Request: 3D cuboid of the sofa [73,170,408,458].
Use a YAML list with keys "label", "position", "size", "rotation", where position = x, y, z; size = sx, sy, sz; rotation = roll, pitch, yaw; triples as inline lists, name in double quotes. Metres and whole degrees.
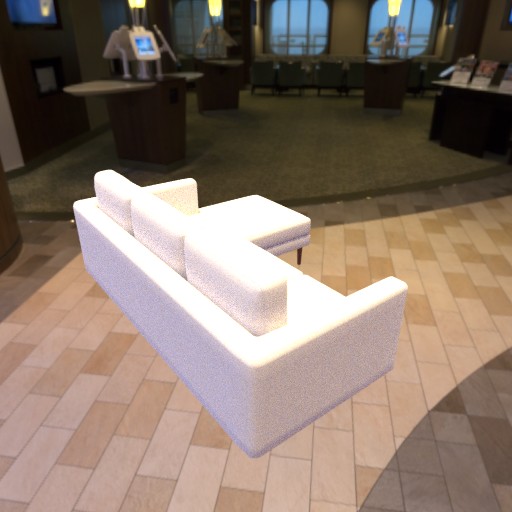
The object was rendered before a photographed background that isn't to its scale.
- label: "sofa"
  position: [0.000, 0.000, 2.780]
  size: [1.580, 0.899, 2.029]
  rotation: [-19, 33, -32]
